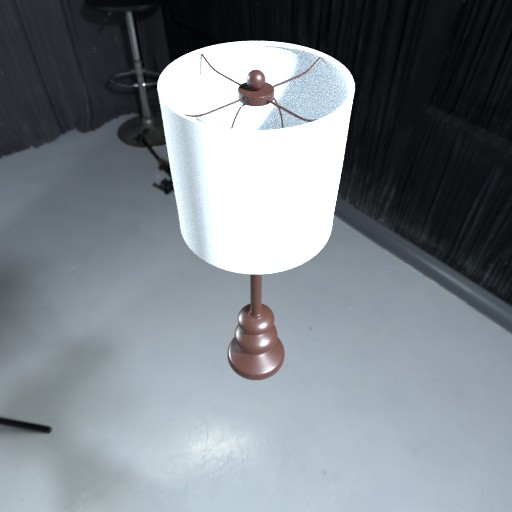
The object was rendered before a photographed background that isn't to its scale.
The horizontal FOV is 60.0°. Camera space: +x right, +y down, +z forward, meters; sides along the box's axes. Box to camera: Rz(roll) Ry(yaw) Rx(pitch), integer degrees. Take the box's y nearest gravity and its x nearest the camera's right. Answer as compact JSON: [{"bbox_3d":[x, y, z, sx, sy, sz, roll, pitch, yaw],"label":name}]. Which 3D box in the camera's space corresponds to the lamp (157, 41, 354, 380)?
[{"bbox_3d":[0.000,0.000,0.816,0.254,0.690,0.254,-32,54,-27],"label":"lamp"}]
